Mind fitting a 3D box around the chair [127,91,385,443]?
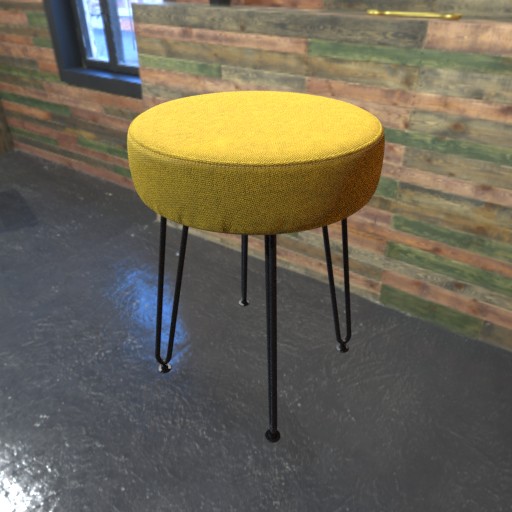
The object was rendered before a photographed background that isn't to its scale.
[{"bbox_3d":[0.000,0.000,0.712,0.345,0.455,0.345,21,38,30],"label":"chair"}]
